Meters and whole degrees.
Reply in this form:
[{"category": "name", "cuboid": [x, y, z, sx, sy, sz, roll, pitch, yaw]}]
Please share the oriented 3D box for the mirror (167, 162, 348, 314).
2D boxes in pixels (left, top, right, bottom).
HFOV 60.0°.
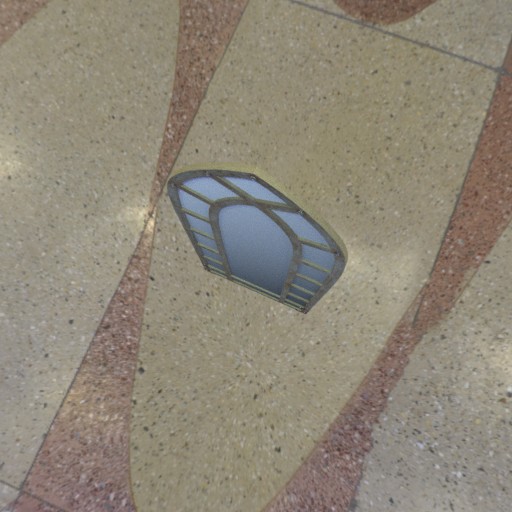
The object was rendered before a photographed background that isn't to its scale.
[{"category": "mirror", "cuboid": [0.000, 0.000, 1.296, 0.464, 1.175, 0.025, 23, 77, 6]}]
